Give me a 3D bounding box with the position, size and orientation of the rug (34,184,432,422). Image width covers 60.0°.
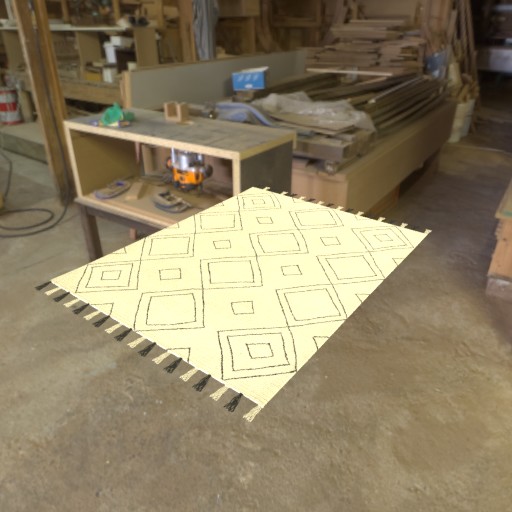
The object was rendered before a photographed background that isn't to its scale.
[{"bbox_3d":[0.000,0.000,4.302,2.342,0.026,3.221,20,35,32],"label":"rug"}]
